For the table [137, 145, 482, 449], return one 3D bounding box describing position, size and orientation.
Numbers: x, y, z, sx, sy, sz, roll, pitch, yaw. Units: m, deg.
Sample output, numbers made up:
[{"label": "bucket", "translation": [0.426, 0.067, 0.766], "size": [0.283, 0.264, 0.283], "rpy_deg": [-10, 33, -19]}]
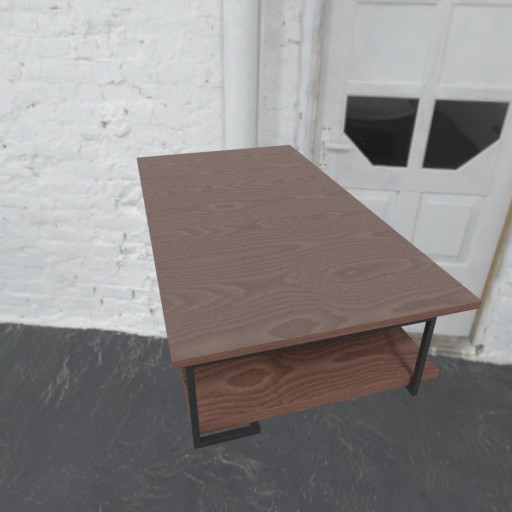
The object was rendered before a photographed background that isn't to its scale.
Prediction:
[{"label": "table", "translation": [0.000, 0.000, 1.441], "size": [0.651, 0.347, 1.197], "rpy_deg": [-8, 31, -14]}]
